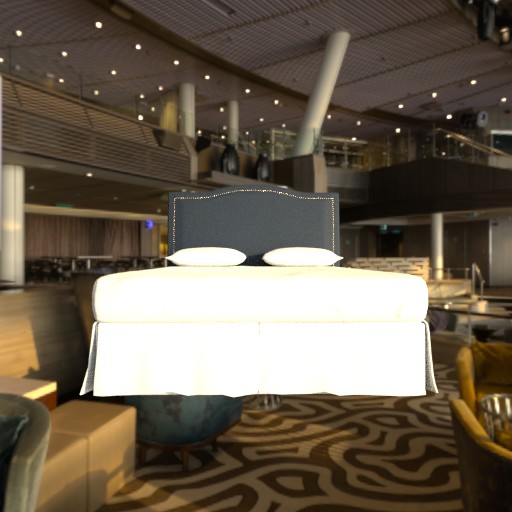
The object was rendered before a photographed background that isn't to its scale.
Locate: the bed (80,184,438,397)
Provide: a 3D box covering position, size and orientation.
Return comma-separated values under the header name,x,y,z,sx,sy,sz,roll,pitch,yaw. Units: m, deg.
name,x,y,z,sx,sy,sz,roll,pitch,yaw
bed,0.000,0.000,3.345,1.821,1.436,2.282,0,0,-1
